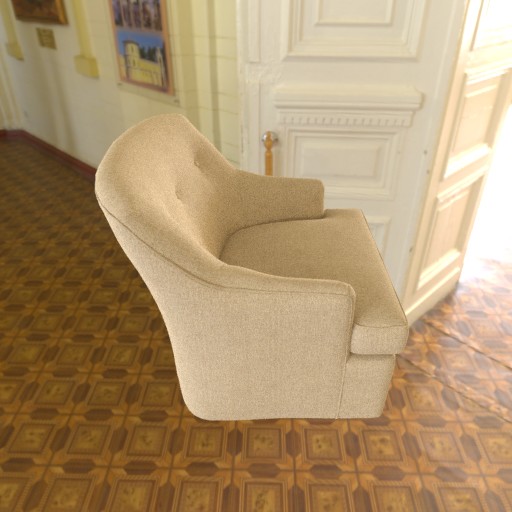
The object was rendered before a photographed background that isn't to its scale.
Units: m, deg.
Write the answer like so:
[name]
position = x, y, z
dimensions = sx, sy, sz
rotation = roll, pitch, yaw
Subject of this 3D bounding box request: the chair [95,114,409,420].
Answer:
[chair]
position = 0.000, 0.000, 1.598
dimensions = 0.923, 0.856, 0.864
rotation = 0, 32, 1
